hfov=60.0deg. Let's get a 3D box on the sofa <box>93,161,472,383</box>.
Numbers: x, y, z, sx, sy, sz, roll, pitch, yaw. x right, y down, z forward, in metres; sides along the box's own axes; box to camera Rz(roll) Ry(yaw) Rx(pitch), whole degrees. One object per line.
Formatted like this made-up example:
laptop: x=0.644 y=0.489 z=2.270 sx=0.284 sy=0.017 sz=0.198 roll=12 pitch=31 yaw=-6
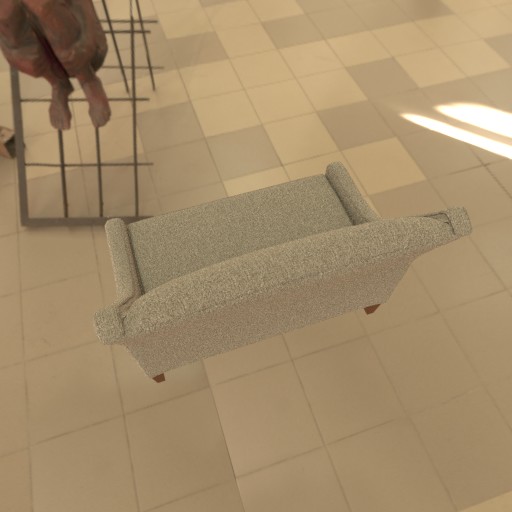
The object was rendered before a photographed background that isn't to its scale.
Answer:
sofa: x=0.000 y=0.000 z=1.952 sx=1.242 sy=1.026 sz=0.862 roll=-16 pitch=58 yaw=-10
